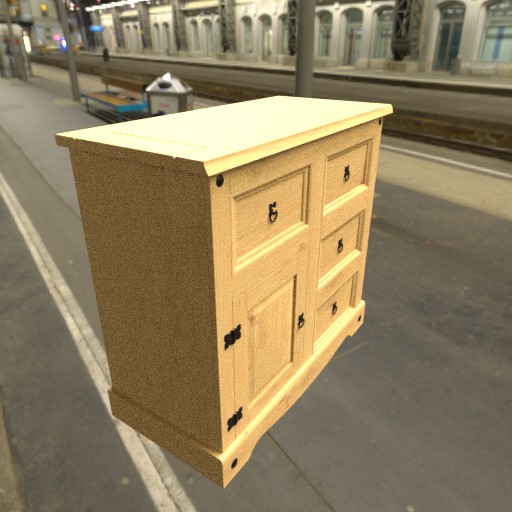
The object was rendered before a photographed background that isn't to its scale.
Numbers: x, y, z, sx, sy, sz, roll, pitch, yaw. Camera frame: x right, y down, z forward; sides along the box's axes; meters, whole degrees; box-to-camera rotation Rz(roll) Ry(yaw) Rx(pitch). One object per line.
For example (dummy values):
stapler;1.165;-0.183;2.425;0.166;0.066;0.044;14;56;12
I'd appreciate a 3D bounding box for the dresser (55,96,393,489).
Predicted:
dresser;0.000;0.000;1.377;0.440;0.835;0.915;17;31;31
